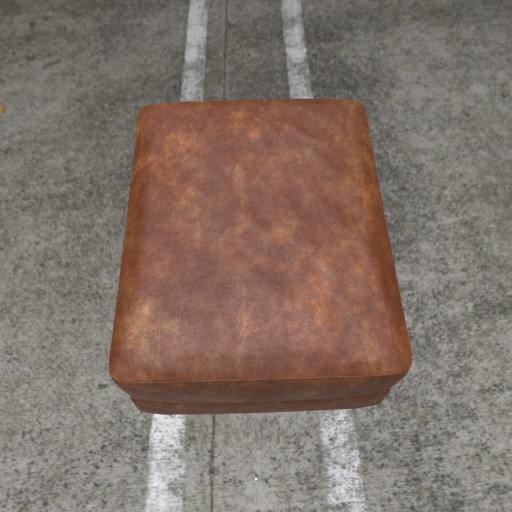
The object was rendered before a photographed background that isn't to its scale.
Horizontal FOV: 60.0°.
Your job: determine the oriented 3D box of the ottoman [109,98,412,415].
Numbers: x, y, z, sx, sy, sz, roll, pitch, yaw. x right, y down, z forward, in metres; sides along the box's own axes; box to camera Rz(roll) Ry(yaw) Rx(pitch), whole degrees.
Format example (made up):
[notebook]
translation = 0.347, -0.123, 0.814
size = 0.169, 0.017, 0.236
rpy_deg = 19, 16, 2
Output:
[ottoman]
translation = 0.000, 0.000, 1.154
size = 0.603, 0.476, 0.751
rpy_deg = -2, 63, -1
